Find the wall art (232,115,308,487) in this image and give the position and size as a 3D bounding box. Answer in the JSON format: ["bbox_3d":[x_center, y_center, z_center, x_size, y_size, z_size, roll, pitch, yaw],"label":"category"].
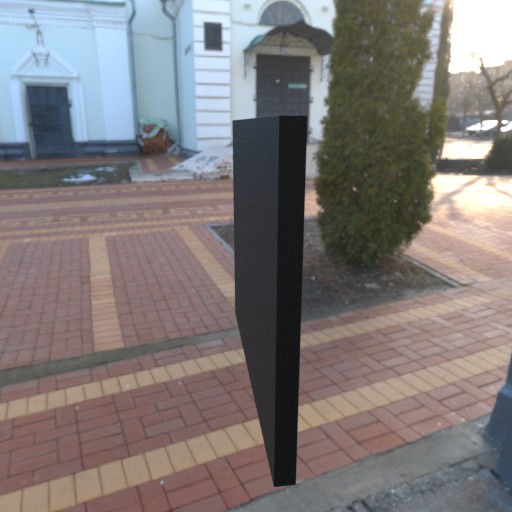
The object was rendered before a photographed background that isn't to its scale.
[{"bbox_3d":[0.000,0.000,0.773,0.029,0.457,0.558,-2,17,-7],"label":"wall art"}]
